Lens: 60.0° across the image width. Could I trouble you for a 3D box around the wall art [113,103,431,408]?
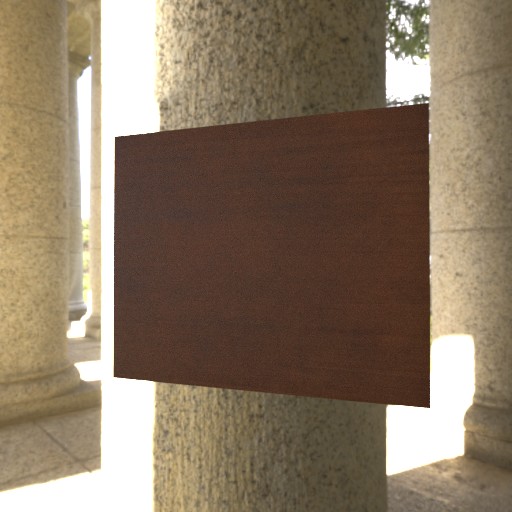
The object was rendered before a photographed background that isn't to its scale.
[{"bbox_3d":[0.000,0.000,0.766,0.558,0.457,0.033,0,-1,18],"label":"wall art"}]
